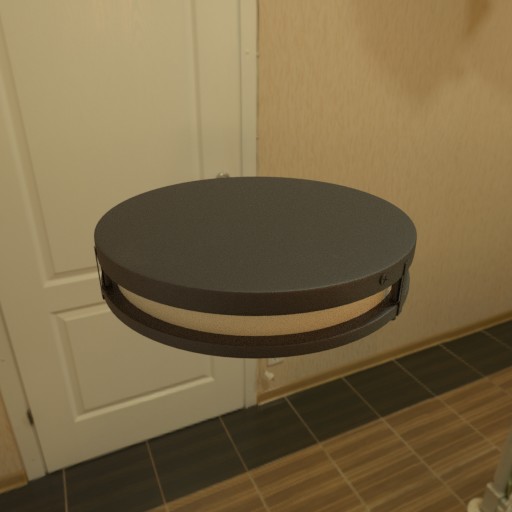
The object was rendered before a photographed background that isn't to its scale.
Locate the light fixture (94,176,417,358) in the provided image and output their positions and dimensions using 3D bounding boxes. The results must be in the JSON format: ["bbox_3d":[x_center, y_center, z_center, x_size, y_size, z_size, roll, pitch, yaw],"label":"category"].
[{"bbox_3d":[0.000,0.000,0.532,0.356,0.102,0.356,0,25,0],"label":"light fixture"}]
